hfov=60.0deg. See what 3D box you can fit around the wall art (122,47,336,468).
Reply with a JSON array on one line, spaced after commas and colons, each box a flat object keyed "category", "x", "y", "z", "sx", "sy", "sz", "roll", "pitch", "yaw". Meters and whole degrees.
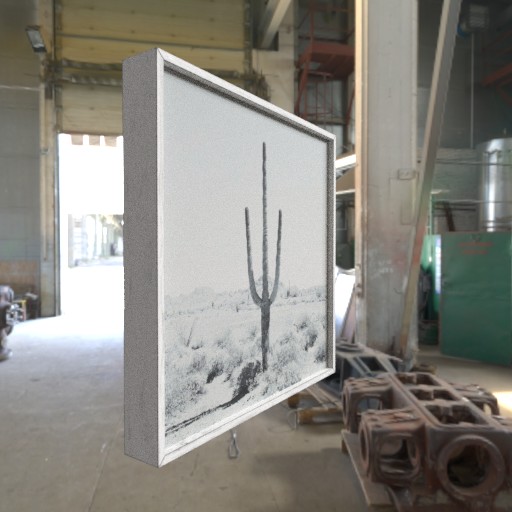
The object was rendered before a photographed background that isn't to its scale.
[{"category": "wall art", "x": 0.000, "y": 0.000, "z": 0.456, "sx": 0.038, "sy": 0.305, "sz": 0.305, "roll": 1, "pitch": 1, "yaw": 35}]
